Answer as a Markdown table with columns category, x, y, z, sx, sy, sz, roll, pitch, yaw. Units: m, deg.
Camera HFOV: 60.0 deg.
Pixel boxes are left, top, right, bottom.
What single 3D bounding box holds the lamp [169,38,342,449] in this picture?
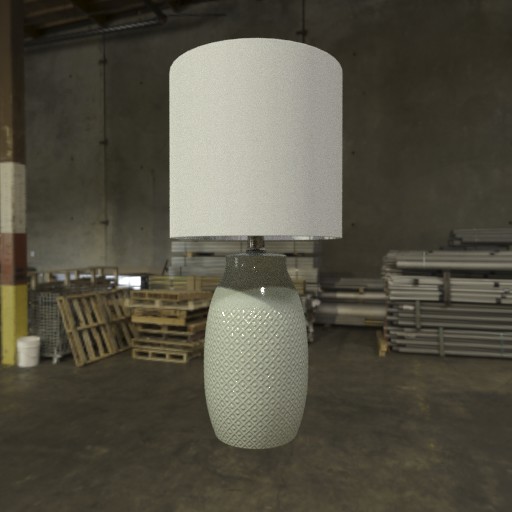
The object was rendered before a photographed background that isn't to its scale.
| category | x | y | z | sx | sy | sz | roll | pitch | yaw |
| --- | --- | --- | --- | --- | --- | --- | --- | --- | --- |
| lamp | 0.000 | 0.000 | 0.568 | 0.217 | 0.453 | 0.217 | 0 | 1 | 17 |
